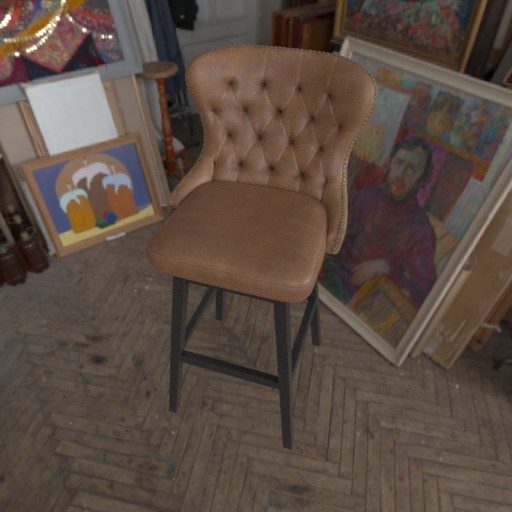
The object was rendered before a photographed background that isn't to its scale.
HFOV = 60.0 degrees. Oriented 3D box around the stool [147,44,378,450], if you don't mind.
[{"bbox_3d":[0.000,0.000,1.355,0.528,1.050,0.601,12,43,14],"label":"stool"}]
